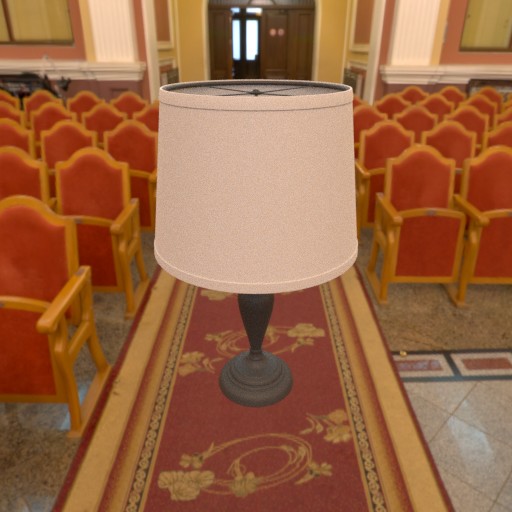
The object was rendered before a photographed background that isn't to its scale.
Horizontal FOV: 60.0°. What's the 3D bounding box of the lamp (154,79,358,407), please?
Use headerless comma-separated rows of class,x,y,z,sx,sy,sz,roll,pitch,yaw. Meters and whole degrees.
lamp,0.000,0.000,0.699,0.310,0.501,0.310,0,26,0
